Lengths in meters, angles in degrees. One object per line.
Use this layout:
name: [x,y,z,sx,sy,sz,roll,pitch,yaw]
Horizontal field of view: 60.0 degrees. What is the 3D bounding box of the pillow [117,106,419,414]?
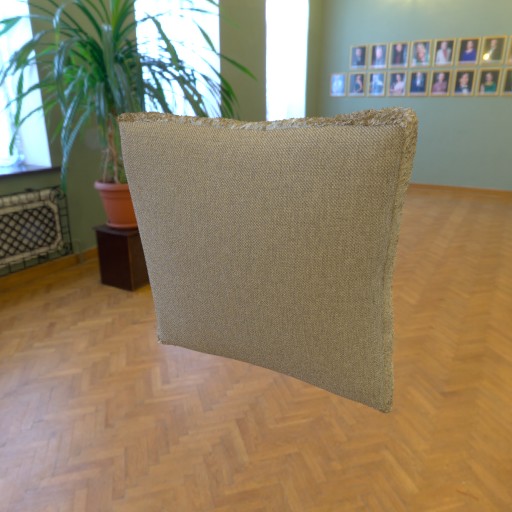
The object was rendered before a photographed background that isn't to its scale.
pillow: [0.000,0.000,0.804,0.529,0.515,0.218,10,21,27]
